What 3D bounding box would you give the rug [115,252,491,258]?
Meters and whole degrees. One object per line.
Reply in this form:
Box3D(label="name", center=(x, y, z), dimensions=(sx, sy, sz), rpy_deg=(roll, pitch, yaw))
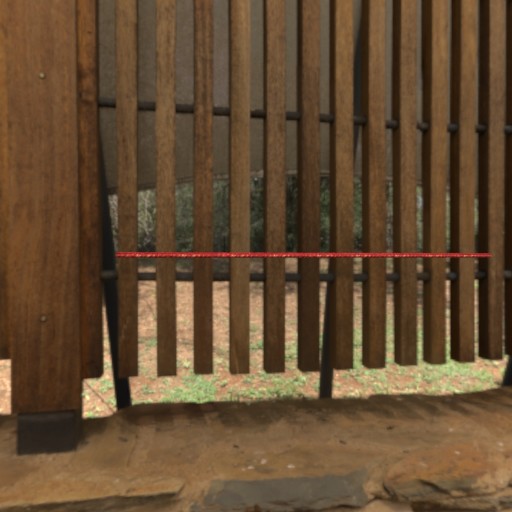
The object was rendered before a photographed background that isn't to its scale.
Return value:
Box3D(label="rug", center=(0.000, 0.000, 3.918), dimensions=(2.340, 0.028, 2.905), rpy_deg=(0, 0, -16))
